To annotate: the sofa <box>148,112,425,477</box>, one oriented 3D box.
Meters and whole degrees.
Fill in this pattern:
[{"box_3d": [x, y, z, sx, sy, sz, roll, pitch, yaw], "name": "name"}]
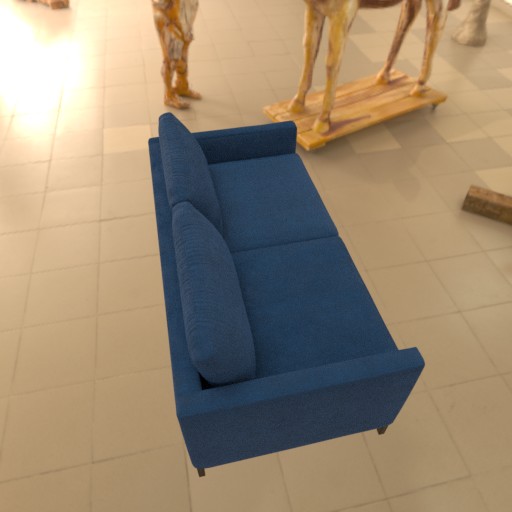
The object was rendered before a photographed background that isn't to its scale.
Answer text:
[{"box_3d": [0.000, 0.000, 2.143, 0.875, 0.817, 1.676, -9, 47, -9], "name": "sofa"}]
